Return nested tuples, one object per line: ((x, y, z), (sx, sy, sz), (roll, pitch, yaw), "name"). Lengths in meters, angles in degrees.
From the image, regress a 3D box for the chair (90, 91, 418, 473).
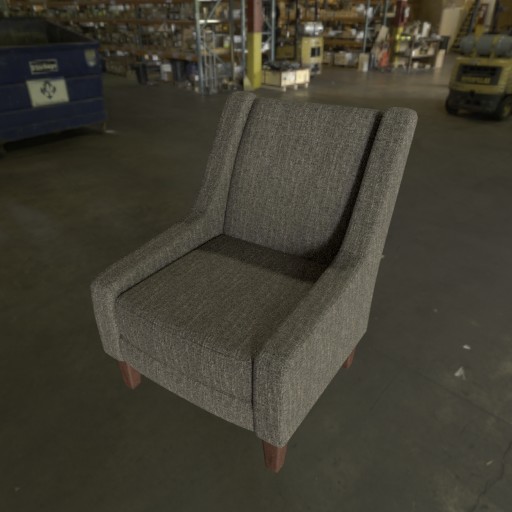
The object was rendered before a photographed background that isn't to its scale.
((0.000, 0.000, 1.661), (0.793, 1.012, 0.944), (18, 33, 29), "chair")
